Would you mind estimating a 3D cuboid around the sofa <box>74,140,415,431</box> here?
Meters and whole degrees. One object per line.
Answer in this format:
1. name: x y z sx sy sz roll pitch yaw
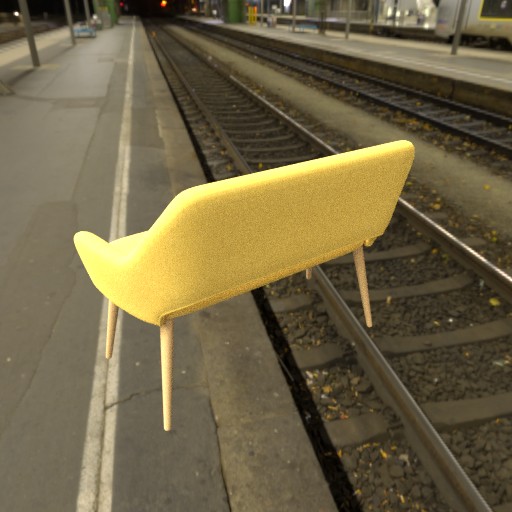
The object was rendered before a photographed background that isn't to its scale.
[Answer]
1. sofa: 0.000 0.000 1.584 1.150 0.840 0.610 -19 34 -30
